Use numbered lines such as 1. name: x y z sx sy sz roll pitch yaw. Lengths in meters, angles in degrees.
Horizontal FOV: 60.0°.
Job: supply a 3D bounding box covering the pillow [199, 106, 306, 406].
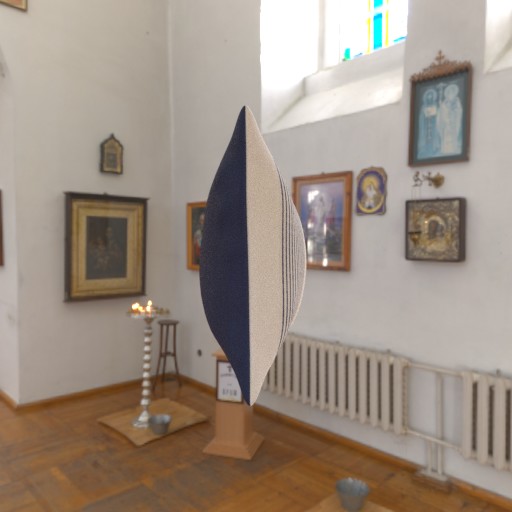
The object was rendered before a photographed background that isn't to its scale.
1. pillow: 0.000 0.000 0.726 0.151 0.287 0.610 0 0 1
